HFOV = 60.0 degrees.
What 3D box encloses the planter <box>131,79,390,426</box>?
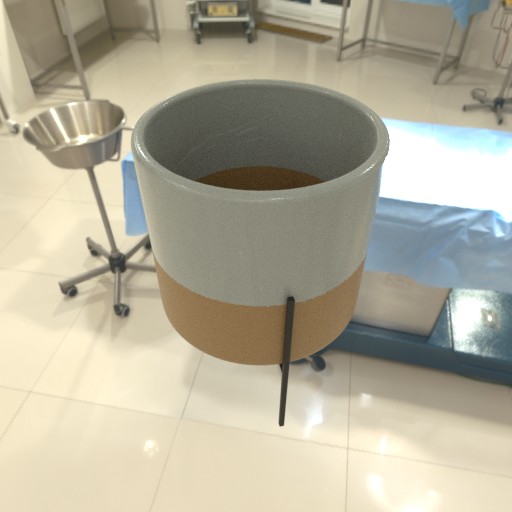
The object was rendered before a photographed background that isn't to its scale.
[{"bbox_3d":[0.000,0.000,0.759,0.360,0.480,0.348,12,43,13],"label":"planter"}]
